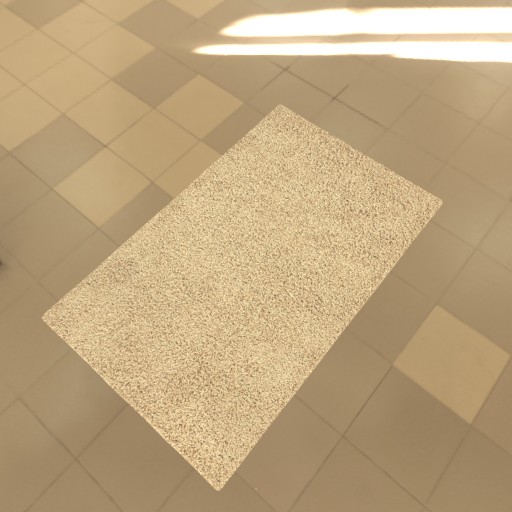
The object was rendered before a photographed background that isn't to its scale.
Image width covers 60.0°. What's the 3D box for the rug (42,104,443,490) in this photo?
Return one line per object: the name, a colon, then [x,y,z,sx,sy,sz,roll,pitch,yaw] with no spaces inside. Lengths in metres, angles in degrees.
rug: [0.000,0.000,3.023,1.524,0.030,2.438,37,68,17]
